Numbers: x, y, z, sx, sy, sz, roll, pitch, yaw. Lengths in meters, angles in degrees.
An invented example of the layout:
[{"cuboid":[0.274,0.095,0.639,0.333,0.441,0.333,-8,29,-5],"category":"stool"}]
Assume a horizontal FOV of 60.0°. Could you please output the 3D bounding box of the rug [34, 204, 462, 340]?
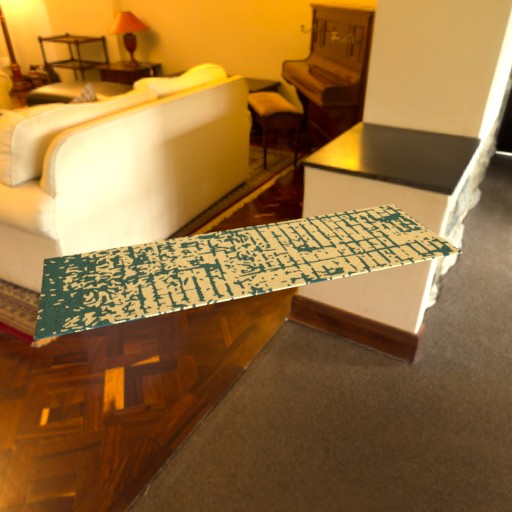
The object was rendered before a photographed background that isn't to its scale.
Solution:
[{"cuboid":[0.000,0.000,2.695,2.435,0.011,0.750,-10,33,-16],"category":"rug"}]
